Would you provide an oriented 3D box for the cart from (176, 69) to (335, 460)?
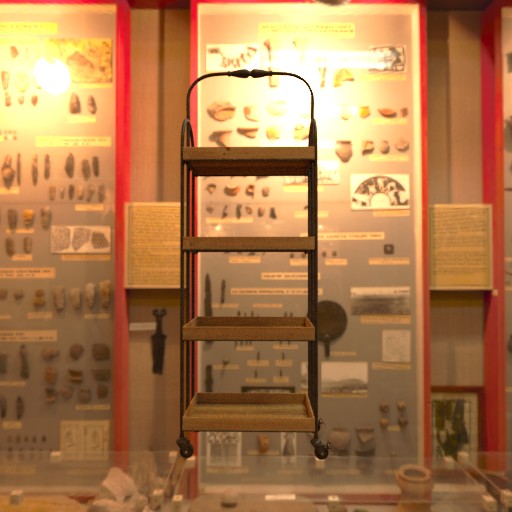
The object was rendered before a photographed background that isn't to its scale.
[{"bbox_3d":[0.000,0.000,1.750,0.581,1.481,0.308,0,-1,1],"label":"cart"}]
